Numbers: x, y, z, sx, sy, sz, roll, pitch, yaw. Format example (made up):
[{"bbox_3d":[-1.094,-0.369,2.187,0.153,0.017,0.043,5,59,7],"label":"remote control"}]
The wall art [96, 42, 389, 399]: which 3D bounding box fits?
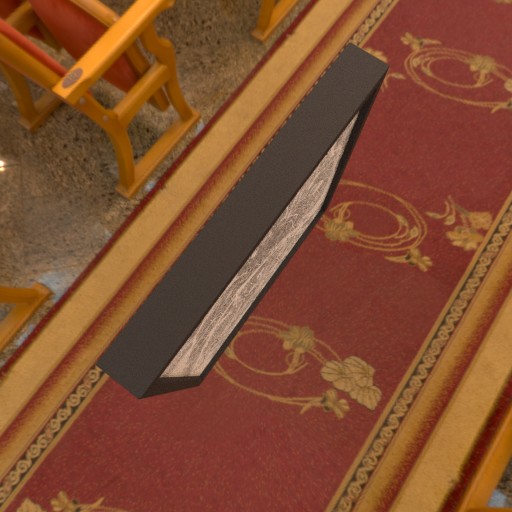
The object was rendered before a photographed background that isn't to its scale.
[{"bbox_3d":[0.000,0.000,0.462,0.037,0.305,0.305,35,78,9],"label":"wall art"}]
